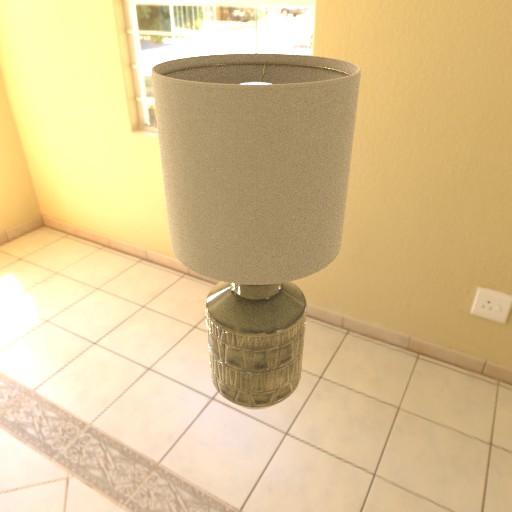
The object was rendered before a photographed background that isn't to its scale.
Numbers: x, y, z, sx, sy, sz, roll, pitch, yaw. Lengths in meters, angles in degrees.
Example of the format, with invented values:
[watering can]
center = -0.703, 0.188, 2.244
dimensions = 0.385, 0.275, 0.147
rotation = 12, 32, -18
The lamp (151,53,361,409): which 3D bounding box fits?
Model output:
[lamp]
center = 0.000, 0.000, 0.571
dimensions = 0.211, 0.455, 0.211
rotation = 11, 33, 17
